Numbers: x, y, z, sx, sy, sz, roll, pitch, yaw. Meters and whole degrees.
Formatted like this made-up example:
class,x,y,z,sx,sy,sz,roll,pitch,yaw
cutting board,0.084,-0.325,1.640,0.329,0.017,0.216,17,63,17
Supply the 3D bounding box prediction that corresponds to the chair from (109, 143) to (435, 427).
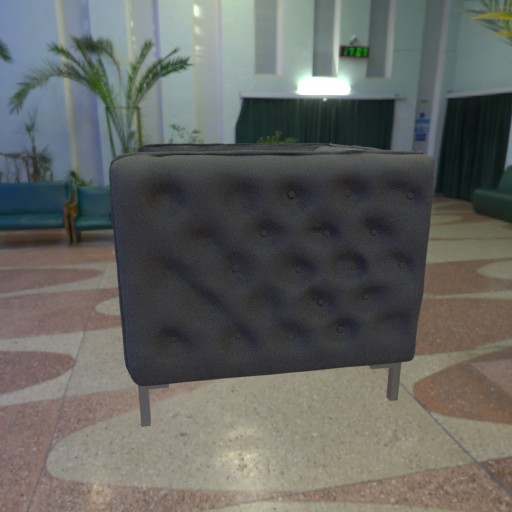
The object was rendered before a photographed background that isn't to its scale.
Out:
class,x,y,z,sx,sy,sz,roll,pitch,yaw
chair,0.000,0.000,1.670,0.913,0.807,0.946,-3,16,-9
